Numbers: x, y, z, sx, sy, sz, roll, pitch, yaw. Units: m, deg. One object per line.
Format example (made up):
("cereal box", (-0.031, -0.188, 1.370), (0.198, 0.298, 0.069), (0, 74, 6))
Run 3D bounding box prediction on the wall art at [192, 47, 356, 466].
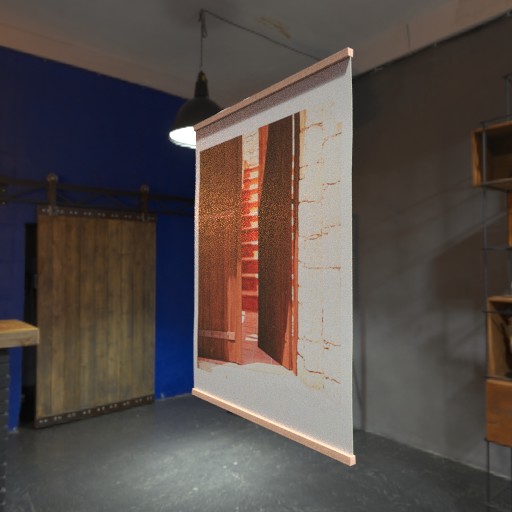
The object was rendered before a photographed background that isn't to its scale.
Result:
("wall art", (0.000, 0.000, 1.371), (0.020, 1.013, 0.758), (1, -2, -38))
